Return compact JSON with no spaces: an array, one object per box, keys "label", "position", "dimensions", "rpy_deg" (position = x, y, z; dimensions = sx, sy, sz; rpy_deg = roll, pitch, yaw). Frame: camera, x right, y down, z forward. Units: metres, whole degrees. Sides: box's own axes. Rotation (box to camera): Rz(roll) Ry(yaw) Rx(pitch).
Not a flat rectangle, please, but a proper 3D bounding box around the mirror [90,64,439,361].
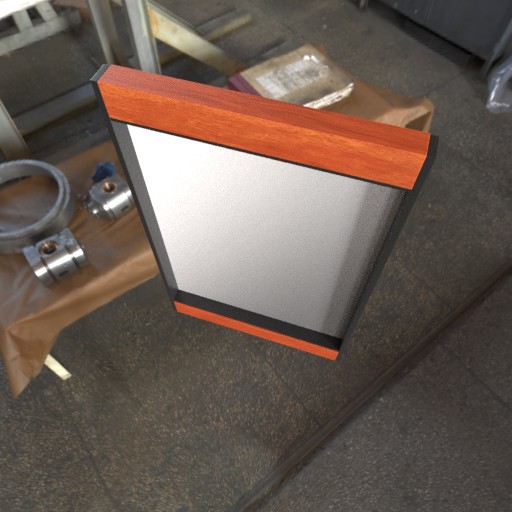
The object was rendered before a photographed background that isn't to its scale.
[{"label":"mirror","position":[0.000,0.000,0.999],"dimensions":[0.525,0.823,0.047],"rpy_deg":[16,59,10]}]
